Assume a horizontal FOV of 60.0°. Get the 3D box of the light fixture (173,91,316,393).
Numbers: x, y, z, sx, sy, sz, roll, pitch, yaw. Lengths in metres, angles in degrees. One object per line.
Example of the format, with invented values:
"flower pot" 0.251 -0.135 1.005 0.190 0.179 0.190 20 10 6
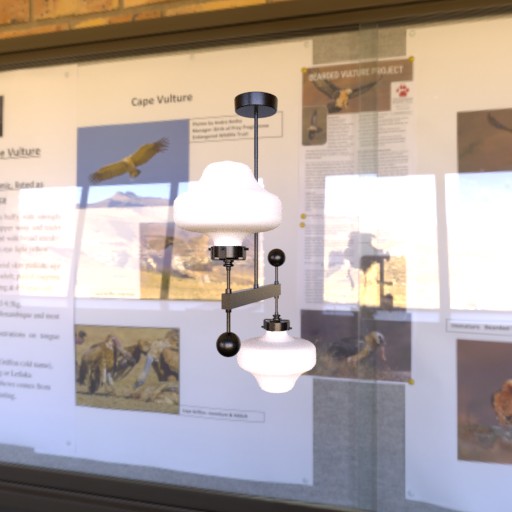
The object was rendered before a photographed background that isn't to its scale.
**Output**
"light fixture" 0.000 0.000 1.050 0.422 0.743 0.489 0 0 -18
